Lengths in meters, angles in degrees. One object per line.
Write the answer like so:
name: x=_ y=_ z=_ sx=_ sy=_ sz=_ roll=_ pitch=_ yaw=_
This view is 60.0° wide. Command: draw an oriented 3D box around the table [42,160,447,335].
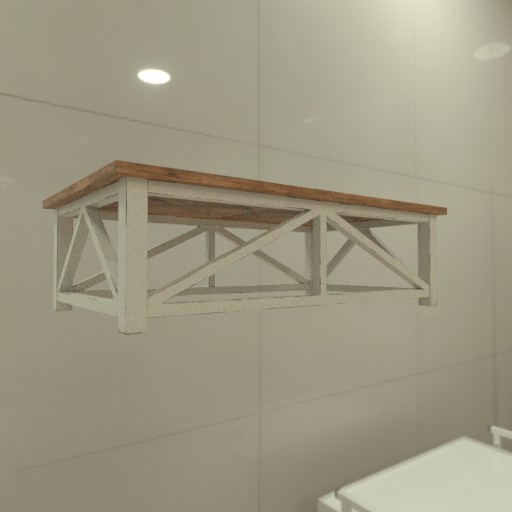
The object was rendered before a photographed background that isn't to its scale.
table: x=0.000 y=0.000 z=1.754 sx=1.400 sy=0.410 sz=0.800 roll=1 pitch=-2 yaw=-37
